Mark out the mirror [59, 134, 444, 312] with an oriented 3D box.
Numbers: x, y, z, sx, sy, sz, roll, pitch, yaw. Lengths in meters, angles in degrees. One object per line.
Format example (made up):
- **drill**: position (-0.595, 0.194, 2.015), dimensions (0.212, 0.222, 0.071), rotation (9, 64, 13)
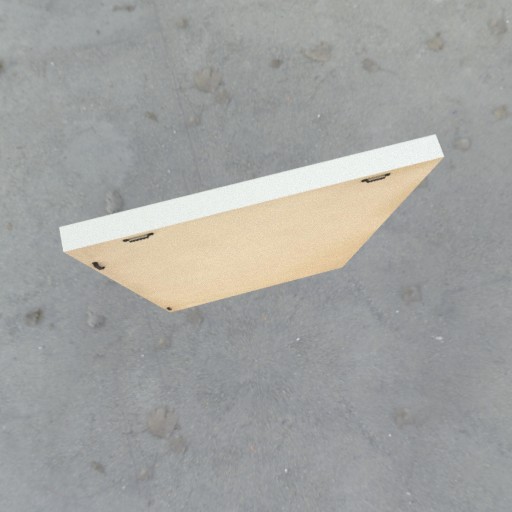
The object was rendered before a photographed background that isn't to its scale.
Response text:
- **mirror**: position (0.000, 0.000, 0.919), dimensions (0.507, 0.710, 0.039), rotation (-14, 77, -3)
